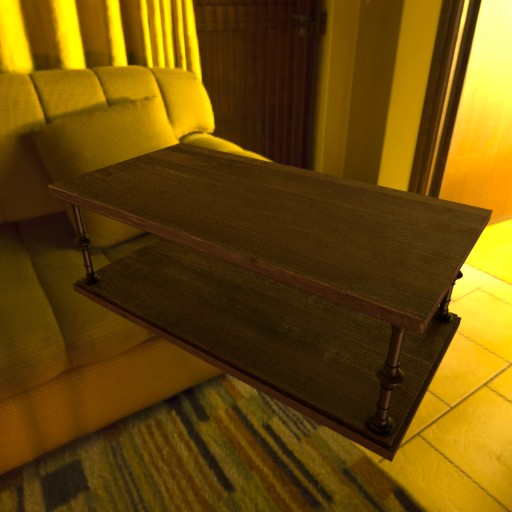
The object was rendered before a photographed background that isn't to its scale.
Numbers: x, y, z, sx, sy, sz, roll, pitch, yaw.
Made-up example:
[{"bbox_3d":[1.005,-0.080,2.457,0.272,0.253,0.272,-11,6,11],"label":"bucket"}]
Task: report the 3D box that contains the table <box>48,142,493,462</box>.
[{"bbox_3d":[0.000,0.000,1.302,1.088,0.373,0.554,19,35,30],"label":"table"}]
